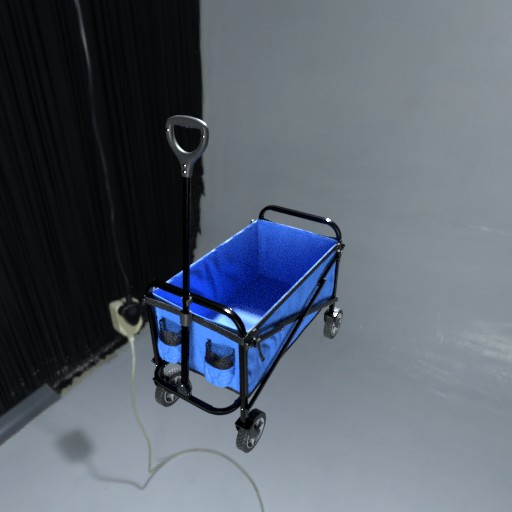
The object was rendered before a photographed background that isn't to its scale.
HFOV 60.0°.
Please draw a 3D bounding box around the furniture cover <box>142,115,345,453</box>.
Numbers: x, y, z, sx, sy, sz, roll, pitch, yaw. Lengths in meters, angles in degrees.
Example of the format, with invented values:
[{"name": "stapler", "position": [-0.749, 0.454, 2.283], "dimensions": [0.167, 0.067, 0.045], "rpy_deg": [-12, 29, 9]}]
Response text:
[{"name": "furniture cover", "position": [0.000, 0.000, 1.870], "dimensions": [0.532, 1.295, 1.038], "rpy_deg": [18, 35, 28]}]
